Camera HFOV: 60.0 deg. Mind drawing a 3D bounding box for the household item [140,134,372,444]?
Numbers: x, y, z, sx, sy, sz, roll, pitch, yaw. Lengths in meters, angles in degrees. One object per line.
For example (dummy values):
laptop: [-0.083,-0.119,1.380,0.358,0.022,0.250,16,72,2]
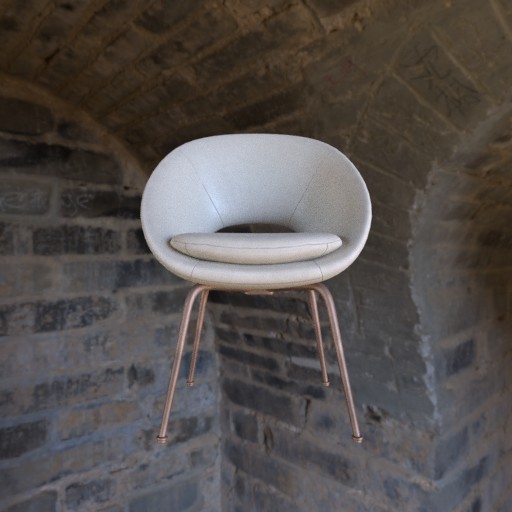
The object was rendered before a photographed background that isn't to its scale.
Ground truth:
household item: [0.000,0.000,1.282,0.623,0.852,0.573,0,0,0]
